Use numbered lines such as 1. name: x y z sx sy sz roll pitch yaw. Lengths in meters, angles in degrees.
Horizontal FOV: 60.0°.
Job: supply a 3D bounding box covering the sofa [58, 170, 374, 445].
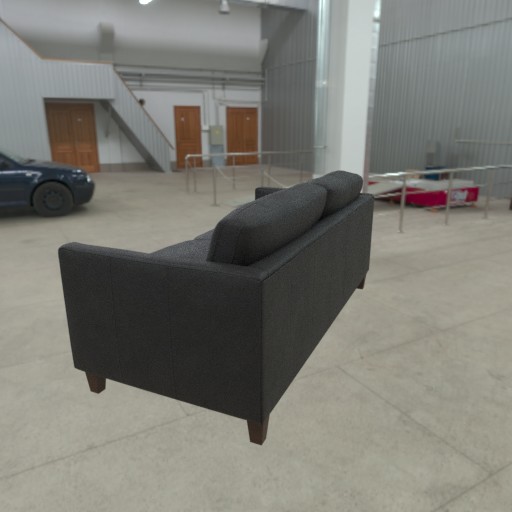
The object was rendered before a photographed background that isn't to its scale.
1. sofa: 0.000 0.000 2.490 0.933 0.863 1.971 7 18 24
